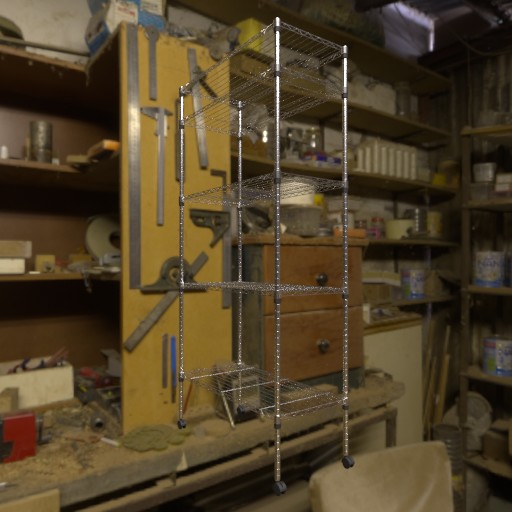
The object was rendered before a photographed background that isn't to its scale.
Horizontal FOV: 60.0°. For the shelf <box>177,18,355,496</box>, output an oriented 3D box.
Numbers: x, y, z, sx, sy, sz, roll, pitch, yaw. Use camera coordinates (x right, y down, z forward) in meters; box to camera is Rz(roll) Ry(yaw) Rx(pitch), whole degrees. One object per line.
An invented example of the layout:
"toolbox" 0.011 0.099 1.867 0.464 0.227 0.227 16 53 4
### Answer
"shelf" 0.000 0.000 1.864 0.356 1.587 0.762 1 -1 -36
